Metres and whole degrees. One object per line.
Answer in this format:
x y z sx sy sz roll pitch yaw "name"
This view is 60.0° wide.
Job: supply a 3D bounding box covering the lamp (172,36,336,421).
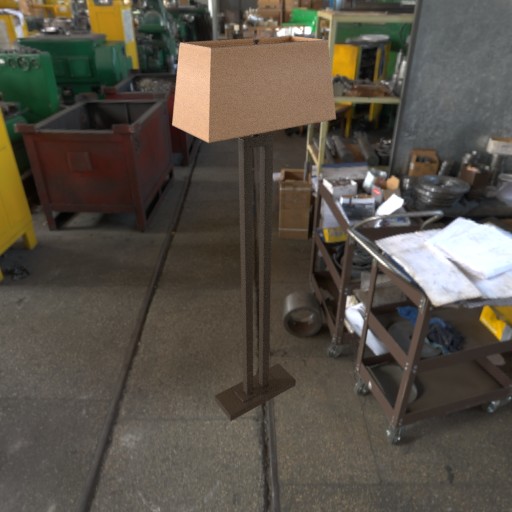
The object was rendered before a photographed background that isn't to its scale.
0.000 0.000 1.669 0.475 1.469 0.233 -19 36 -29 "lamp"
